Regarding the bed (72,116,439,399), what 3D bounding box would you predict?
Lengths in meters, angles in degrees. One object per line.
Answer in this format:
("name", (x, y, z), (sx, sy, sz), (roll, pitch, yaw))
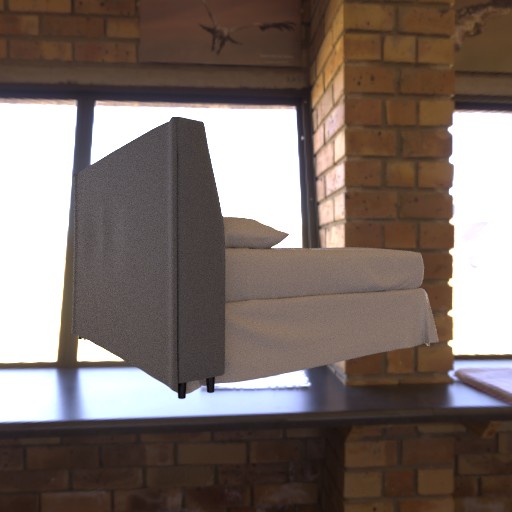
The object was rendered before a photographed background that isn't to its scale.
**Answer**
("bed", (0.000, 0.000, 3.438), (2.276, 1.332, 1.925), (0, 0, -36))
